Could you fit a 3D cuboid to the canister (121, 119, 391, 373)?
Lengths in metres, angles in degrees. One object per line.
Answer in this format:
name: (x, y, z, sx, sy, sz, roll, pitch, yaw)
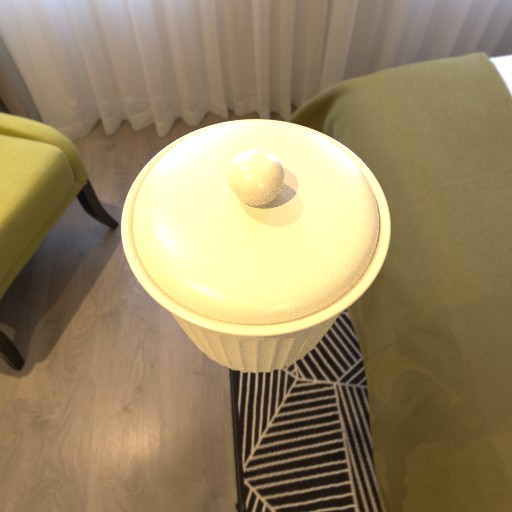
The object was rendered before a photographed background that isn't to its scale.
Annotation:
canister: (0.000, 0.000, 0.350, 0.181, 0.211, 0.181, 0, 58, 0)
